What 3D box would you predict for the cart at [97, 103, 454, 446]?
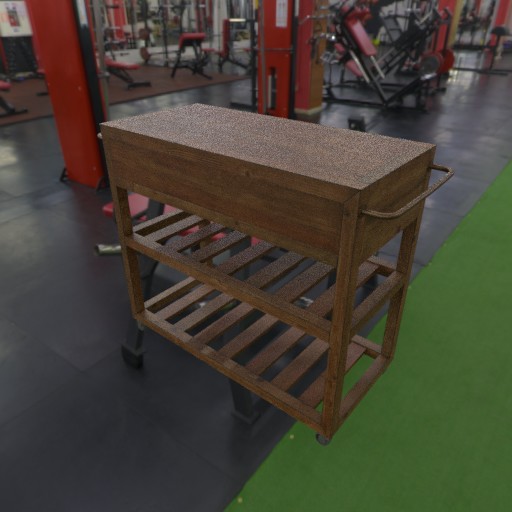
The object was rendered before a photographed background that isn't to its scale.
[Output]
[{"bbox_3d":[0.000,0.000,1.504,1.065,0.830,0.445,22,36,33],"label":"cart"}]
